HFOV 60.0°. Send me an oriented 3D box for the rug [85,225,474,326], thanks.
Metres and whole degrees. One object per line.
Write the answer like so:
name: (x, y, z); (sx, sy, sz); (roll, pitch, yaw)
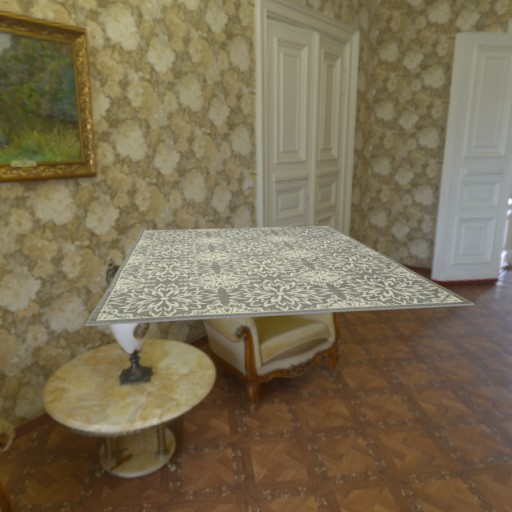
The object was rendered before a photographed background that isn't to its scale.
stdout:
rug: (0.000, 0.000, 4.070); (2.363, 0.012, 2.980); (-2, 14, -8)
